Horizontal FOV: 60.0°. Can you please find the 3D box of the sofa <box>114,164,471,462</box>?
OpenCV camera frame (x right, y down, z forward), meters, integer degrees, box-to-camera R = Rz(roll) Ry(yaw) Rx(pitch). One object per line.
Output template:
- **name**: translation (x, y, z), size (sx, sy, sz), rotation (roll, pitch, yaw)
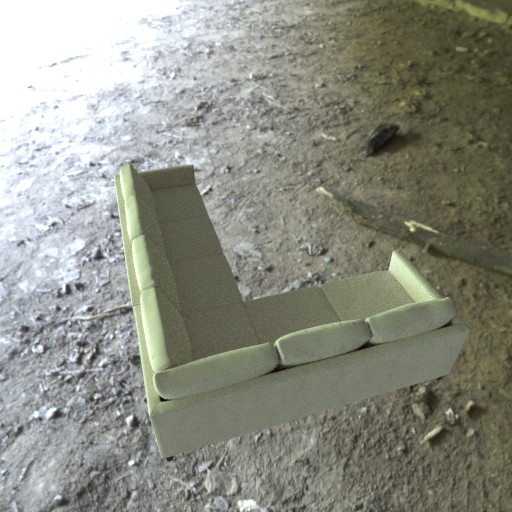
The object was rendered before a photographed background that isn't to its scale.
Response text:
- **sofa**: translation (0.000, 0.000, 4.367), size (2.432, 0.863, 3.182), rotation (-11, 41, -13)
